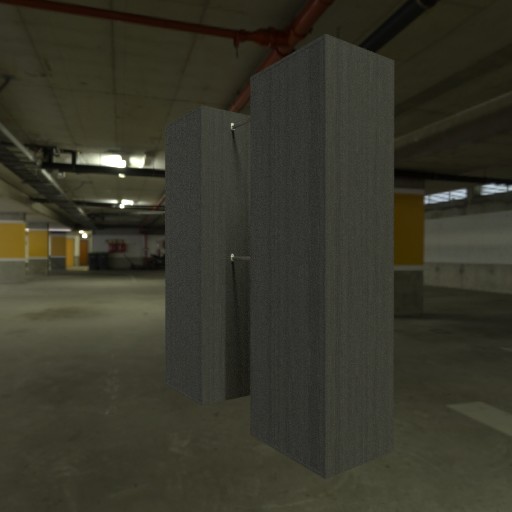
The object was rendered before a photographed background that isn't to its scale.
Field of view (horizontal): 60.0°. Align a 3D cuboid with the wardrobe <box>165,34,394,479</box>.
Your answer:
[{"bbox_3d":[0.000,0.000,2.852,0.480,2.000,1.770,0,0,-35],"label":"wardrobe"}]
